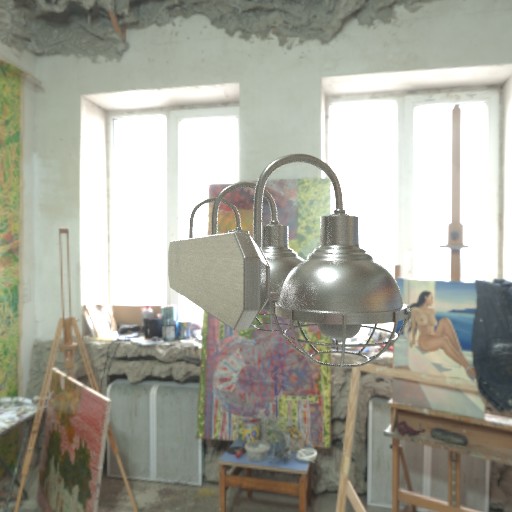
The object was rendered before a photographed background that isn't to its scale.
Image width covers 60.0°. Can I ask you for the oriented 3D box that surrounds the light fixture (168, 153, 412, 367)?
[{"bbox_3d":[0.000,0.000,0.767,0.229,0.254,0.634,0,1,-18],"label":"light fixture"}]
